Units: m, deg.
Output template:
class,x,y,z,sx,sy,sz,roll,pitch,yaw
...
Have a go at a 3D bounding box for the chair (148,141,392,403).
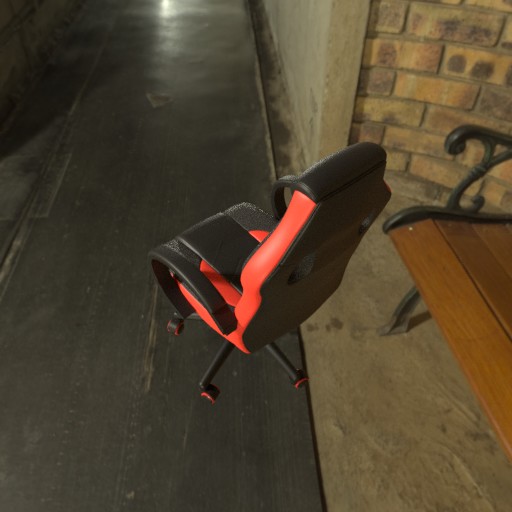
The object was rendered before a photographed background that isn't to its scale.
class,x,y,z,sx,sy,sz,roll,pitch,yaw
chair,0.000,0.000,1.383,0.600,1.016,0.642,-33,55,-27
